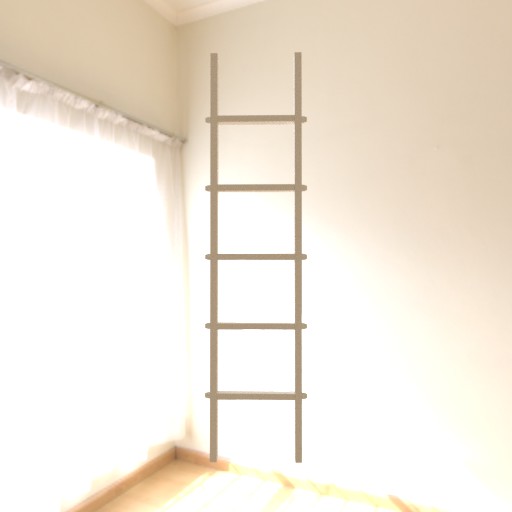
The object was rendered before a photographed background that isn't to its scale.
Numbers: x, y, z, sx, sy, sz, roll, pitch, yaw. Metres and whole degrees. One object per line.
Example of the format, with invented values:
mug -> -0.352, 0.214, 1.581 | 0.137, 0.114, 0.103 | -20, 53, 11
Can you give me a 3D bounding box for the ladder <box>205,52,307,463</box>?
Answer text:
ladder -> 0.000, 0.000, 1.967 | 0.452, 1.797, 0.051 | 0, -1, 1
